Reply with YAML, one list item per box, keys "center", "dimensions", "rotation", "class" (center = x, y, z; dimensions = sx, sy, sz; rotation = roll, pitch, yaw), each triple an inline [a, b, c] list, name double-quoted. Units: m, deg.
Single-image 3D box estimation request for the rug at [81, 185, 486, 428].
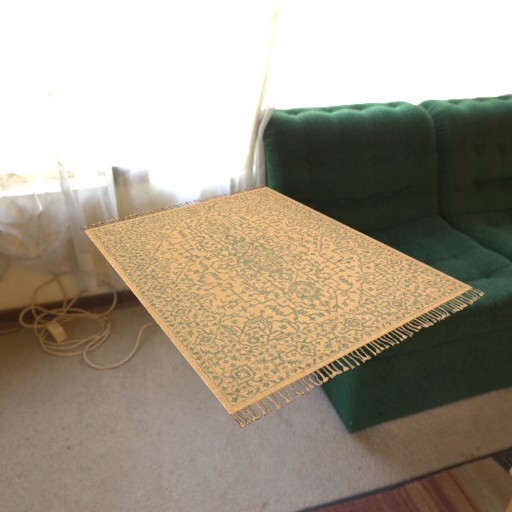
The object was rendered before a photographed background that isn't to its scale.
- center: [0.000, 0.000, 4.315]
  dimensions: [2.464, 0.010, 3.327]
  rotation: [-18, 34, -30]
  class: "rug"
